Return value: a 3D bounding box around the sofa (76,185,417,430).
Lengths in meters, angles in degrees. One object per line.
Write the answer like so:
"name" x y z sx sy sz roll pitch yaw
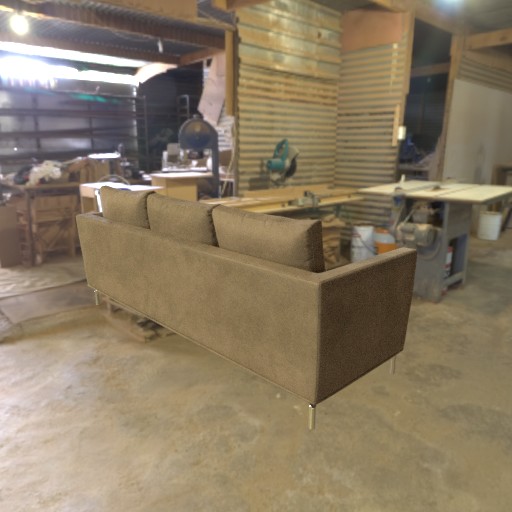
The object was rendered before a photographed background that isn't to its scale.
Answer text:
"sofa" 0.000 0.000 3.248 1.622 0.987 2.438 -13 20 -42
